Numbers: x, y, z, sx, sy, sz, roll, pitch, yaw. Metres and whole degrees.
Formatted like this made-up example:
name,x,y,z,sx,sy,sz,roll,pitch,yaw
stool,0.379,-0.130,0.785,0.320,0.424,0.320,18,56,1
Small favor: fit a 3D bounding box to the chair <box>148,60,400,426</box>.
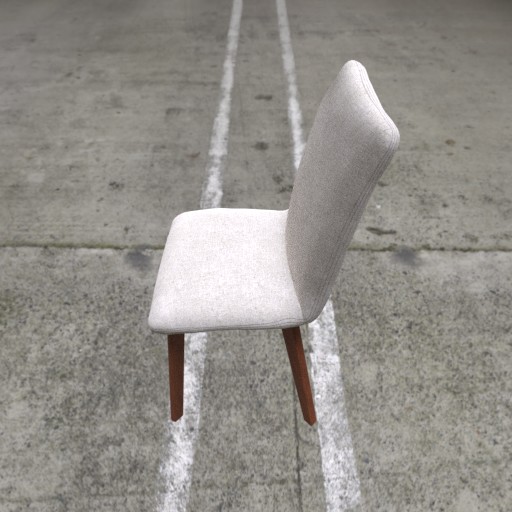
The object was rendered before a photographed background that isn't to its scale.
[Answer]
name,x,y,z,sx,sy,sz,roll,pitch,yaw
chair,0.000,0.000,1.292,0.563,0.974,0.522,0,40,0
